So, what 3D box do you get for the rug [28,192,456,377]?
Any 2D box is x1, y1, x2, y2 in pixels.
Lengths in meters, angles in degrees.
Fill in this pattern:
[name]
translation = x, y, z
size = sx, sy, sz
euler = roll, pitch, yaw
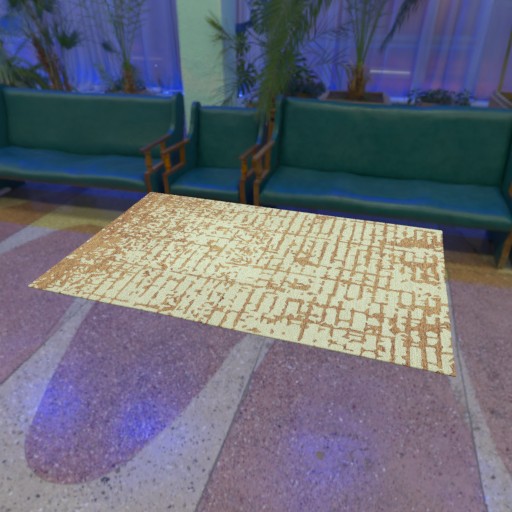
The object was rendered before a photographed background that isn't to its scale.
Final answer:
[rug]
translation = 0.000, 0.000, 3.000
size = 2.435, 0.011, 1.517
euler = 9, 32, 15
